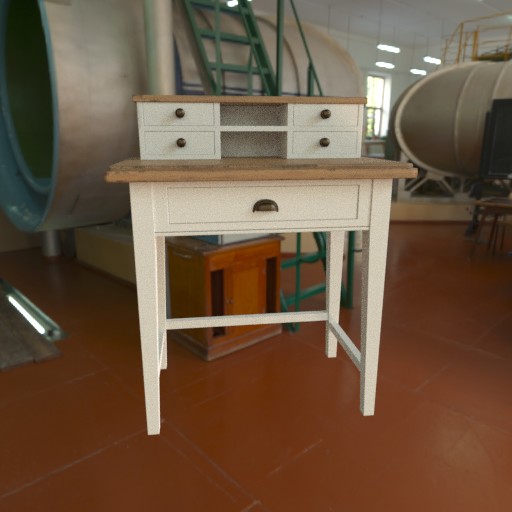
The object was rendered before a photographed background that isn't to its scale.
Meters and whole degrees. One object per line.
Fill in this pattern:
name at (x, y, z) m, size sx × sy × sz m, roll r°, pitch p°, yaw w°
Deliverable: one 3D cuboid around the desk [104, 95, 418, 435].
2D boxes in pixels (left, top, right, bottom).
desk at (0.000, 0.000, 1.433) m, size 0.814 × 0.981 × 0.462 m, roll -2°, pitch 16°, yaw -8°
